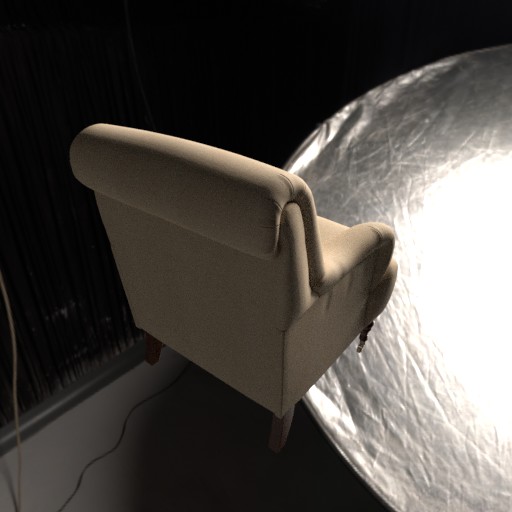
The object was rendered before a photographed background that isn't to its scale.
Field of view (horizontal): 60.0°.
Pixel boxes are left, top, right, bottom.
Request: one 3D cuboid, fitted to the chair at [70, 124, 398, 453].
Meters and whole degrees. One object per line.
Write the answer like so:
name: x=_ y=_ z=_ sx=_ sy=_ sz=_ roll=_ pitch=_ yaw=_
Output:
chair: x=0.000 y=0.000 z=1.537 sx=0.766 sy=0.944 sz=0.842 roll=22 pitch=37 yaw=33
